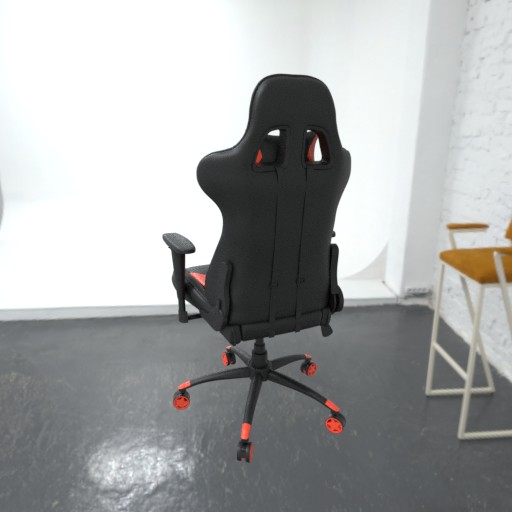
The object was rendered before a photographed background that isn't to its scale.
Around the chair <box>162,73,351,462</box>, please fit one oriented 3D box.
[{"bbox_3d":[0.000,0.000,1.752,0.695,1.282,0.730,-7,17,-24],"label":"chair"}]
